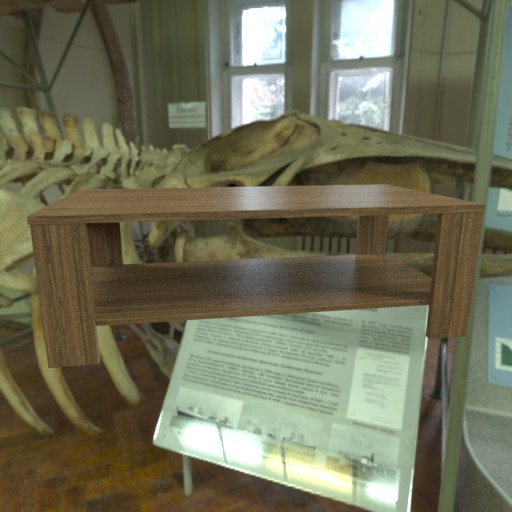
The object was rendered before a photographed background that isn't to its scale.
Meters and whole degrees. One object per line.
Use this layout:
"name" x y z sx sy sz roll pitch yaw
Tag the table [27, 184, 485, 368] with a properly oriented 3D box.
"table" 0.000 0.000 1.481 1.200 0.400 0.600 -2 15 -9
